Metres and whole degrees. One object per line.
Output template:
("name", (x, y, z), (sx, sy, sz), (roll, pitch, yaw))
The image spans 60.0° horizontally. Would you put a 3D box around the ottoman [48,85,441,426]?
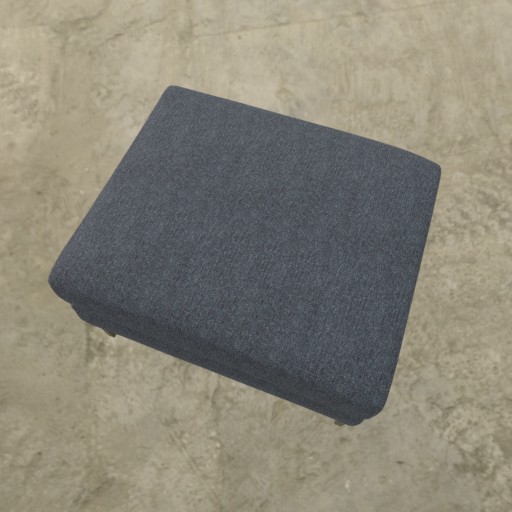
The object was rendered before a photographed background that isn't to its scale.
("ottoman", (0.000, 0.000, 1.293), (0.831, 0.533, 0.695), (19, 65, 9))
